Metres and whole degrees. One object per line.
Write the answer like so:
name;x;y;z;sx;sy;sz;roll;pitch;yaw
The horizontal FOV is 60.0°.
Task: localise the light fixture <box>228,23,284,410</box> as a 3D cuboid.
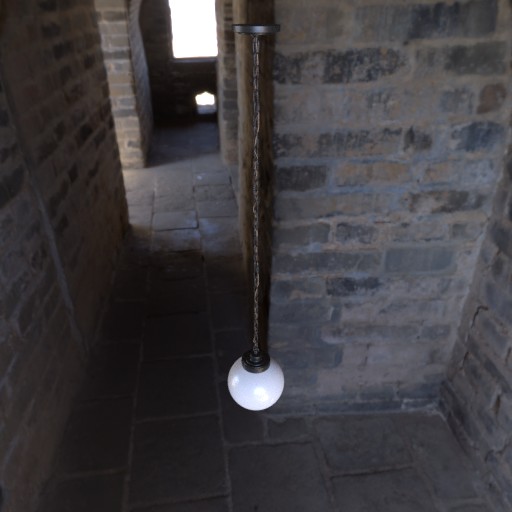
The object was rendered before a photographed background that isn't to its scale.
light fixture;0.000;0.000;2.016;0.305;1.867;0.304;19;35;29
